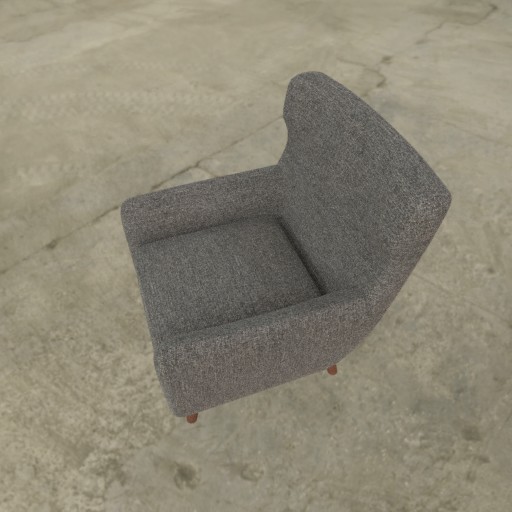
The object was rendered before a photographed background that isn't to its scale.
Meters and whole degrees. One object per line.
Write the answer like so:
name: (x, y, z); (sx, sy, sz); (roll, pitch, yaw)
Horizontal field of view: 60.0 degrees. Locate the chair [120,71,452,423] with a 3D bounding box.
chair: (0.000, 0.000, 1.742); (0.940, 1.039, 0.889); (-15, 48, -14)
